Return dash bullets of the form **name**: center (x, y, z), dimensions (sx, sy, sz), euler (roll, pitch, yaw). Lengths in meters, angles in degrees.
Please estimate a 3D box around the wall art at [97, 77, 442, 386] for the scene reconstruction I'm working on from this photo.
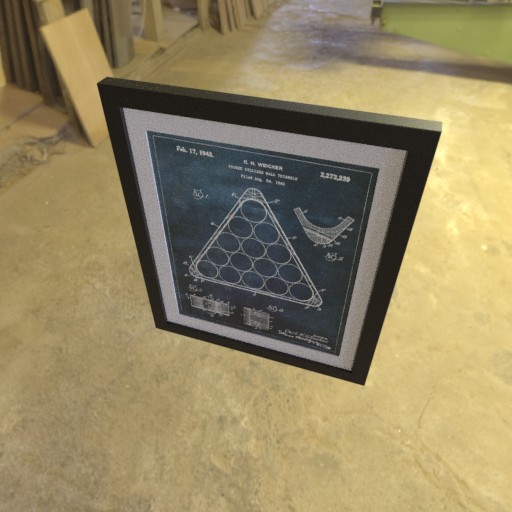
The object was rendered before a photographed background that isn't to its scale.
- **wall art**: center (0.000, 0.000, 0.710), dimensions (0.432, 0.508, 0.025), euler (13, 44, 13)
